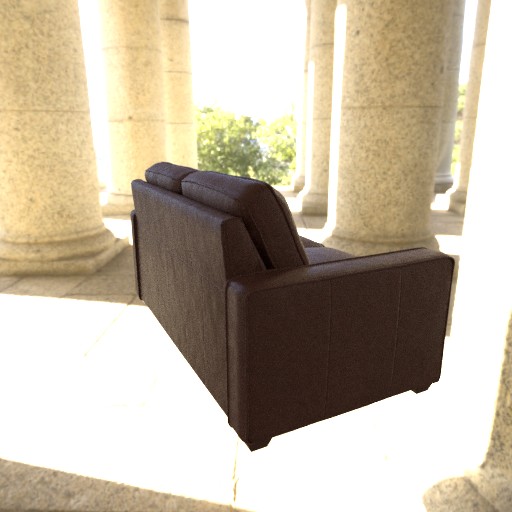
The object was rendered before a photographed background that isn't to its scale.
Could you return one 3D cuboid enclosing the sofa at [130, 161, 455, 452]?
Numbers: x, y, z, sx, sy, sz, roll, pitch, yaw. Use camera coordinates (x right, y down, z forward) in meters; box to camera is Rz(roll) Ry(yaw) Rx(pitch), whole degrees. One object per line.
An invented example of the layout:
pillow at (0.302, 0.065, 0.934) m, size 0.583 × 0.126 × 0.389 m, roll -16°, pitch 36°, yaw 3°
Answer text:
sofa at (0.000, 0.000, 2.298) m, size 0.947 × 0.918 × 1.709 m, roll -8°, pitch 17°, yaw -26°
